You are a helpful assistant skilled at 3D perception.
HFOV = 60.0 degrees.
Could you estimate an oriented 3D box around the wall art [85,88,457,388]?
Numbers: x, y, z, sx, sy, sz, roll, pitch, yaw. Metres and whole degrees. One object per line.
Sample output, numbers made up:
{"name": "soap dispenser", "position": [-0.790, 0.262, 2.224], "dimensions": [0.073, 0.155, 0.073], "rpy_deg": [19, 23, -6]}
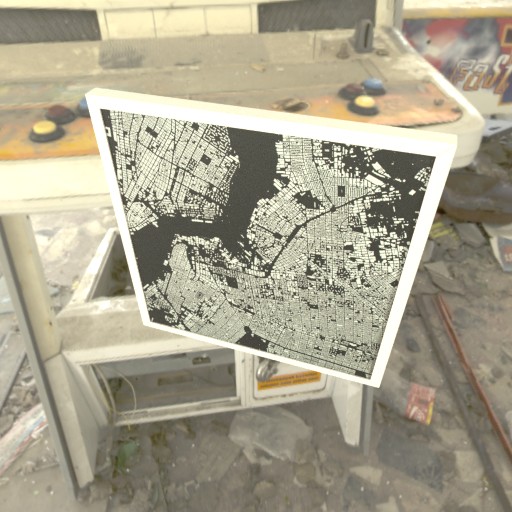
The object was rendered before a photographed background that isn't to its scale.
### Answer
{"name": "wall art", "position": [0.000, 0.000, 1.134], "dimensions": [0.761, 0.762, 0.050], "rpy_deg": [12, 42, 14]}
